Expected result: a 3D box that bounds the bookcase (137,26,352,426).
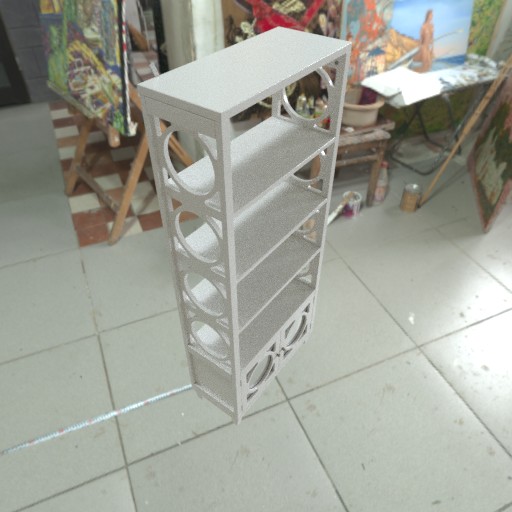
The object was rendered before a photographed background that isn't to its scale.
[{"bbox_3d":[0.000,0.000,2.104,0.361,1.869,0.761,27,49,26],"label":"bookcase"}]
